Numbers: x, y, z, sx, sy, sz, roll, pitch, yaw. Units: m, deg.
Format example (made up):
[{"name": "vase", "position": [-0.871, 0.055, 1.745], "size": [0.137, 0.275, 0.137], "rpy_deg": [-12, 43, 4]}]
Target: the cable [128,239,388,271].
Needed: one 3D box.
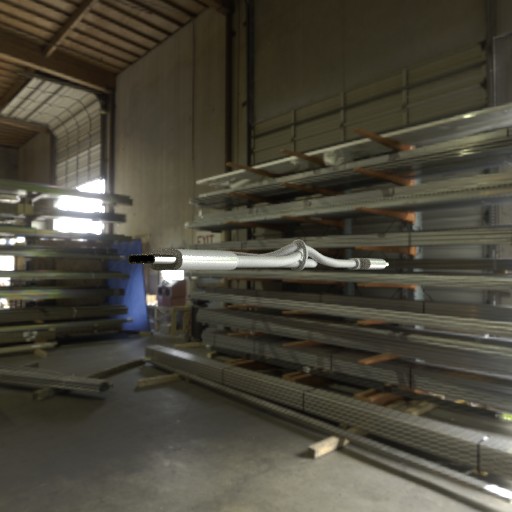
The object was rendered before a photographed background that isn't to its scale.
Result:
[{"name": "cable", "position": [0.000, 0.000, 0.213], "size": [0.070, 0.014, 0.186], "rpy_deg": [-1, -2, 35]}]
